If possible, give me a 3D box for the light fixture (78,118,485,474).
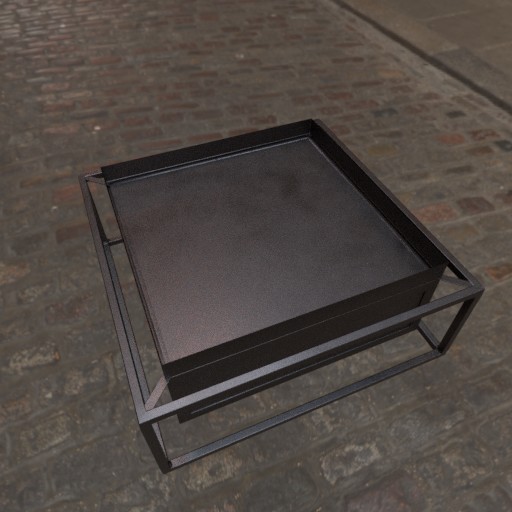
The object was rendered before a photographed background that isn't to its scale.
[{"bbox_3d":[0.000,0.000,0.686,0.441,0.191,0.441,-17,50,-15],"label":"light fixture"}]
